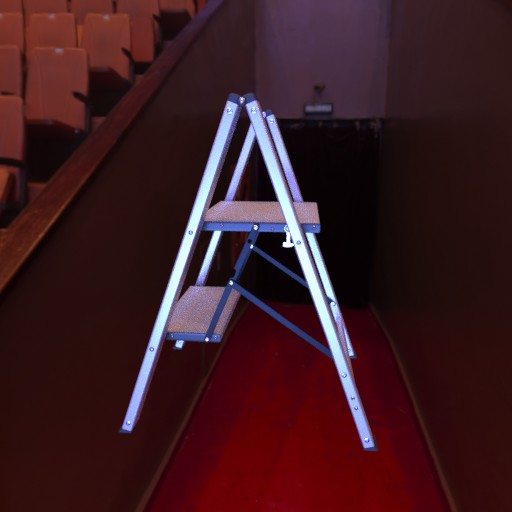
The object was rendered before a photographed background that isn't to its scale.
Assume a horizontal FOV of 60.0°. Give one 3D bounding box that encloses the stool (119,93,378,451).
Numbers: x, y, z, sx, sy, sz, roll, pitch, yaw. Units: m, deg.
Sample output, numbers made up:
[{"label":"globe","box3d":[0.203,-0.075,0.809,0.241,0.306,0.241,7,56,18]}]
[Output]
[{"label":"stool","box3d":[0.000,0.000,1.029,0.535,0.670,0.440,2,15,6]}]
